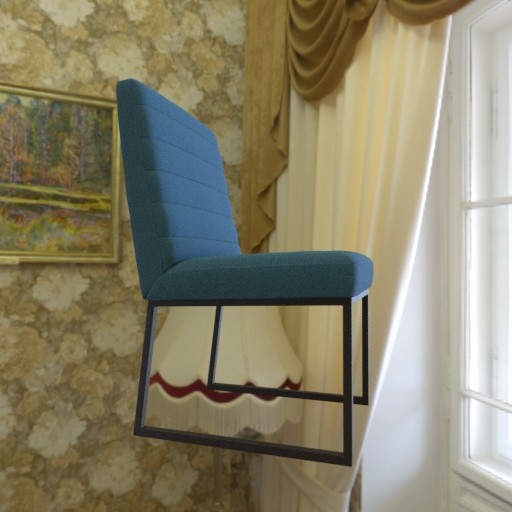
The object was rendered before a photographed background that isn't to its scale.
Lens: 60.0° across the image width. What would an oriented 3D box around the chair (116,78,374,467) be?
[{"bbox_3d":[0.000,0.000,1.286,0.634,0.930,0.520,0,-1,19],"label":"chair"}]
